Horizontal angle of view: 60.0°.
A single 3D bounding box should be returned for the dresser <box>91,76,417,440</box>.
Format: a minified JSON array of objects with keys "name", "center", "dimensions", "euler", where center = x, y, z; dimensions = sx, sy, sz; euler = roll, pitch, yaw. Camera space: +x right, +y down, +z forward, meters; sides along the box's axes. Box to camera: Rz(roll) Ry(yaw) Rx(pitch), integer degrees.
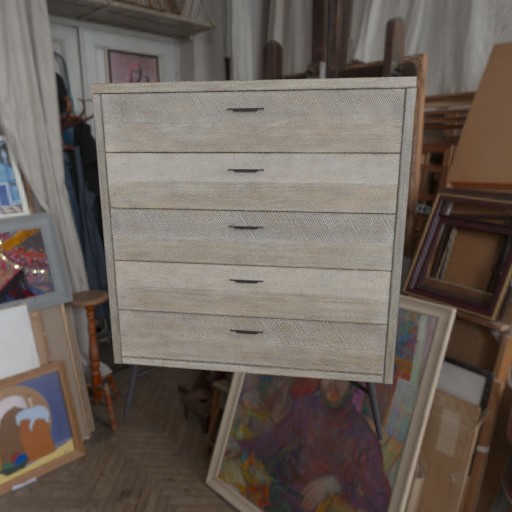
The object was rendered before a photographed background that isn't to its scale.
[{"name":"dresser","center":[0.000,0.000,1.718],"dimensions":[1.016,1.219,0.457],"euler":[2,14,8]}]
